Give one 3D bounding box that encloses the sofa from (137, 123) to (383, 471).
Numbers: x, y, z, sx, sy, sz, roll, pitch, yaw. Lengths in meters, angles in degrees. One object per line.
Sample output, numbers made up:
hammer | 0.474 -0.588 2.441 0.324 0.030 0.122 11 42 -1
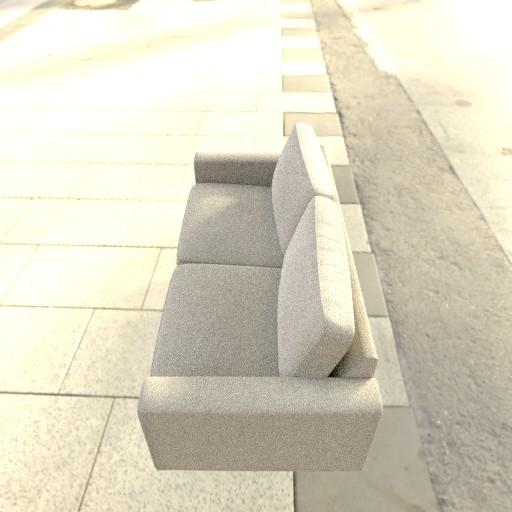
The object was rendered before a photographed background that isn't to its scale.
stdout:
sofa | 0.000 0.000 2.640 1.016 0.873 2.179 0 41 0
